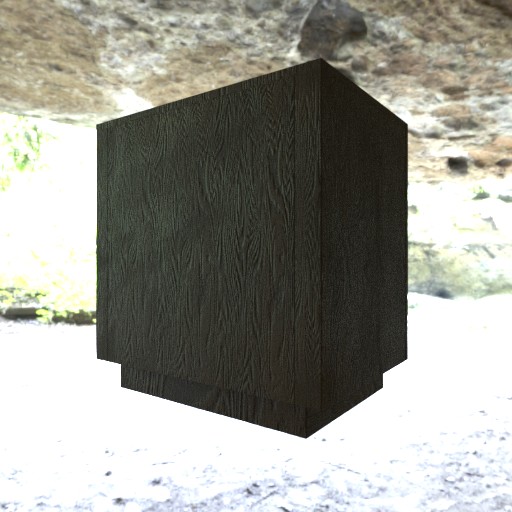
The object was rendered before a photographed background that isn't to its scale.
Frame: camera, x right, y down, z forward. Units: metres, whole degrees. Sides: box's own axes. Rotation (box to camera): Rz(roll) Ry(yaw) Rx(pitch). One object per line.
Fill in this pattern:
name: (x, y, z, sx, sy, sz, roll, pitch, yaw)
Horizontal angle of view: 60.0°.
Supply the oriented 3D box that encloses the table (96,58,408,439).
table: (0.000, 0.000, 0.994, 0.560, 0.585, 0.439, 0, 0, 36)
